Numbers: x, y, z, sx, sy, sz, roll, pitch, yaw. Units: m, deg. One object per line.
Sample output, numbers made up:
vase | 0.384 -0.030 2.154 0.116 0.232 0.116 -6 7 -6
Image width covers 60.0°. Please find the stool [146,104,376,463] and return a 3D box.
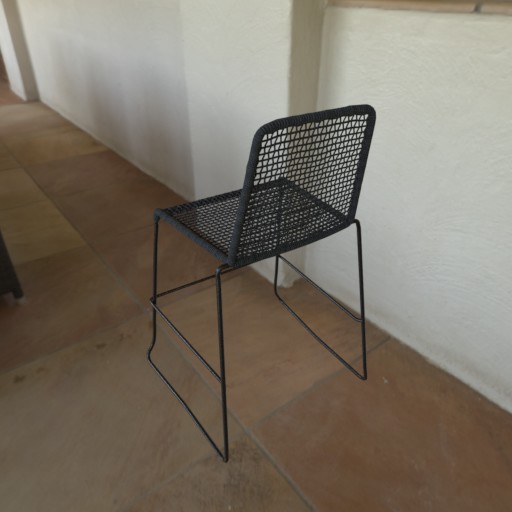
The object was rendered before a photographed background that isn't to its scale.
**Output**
stool | 0.000 0.000 1.271 0.590 0.905 0.509 -19 37 -28
